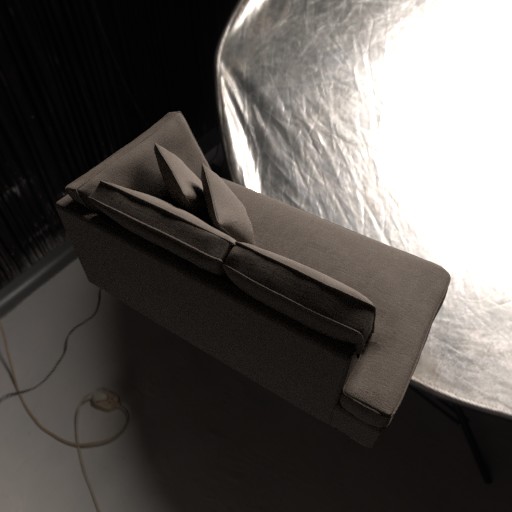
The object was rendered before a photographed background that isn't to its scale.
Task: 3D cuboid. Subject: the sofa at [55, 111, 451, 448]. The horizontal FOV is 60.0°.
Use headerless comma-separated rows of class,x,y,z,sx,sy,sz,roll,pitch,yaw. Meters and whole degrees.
sofa,0.000,0.000,2.812,2.237,1.033,1.110,25,53,21
